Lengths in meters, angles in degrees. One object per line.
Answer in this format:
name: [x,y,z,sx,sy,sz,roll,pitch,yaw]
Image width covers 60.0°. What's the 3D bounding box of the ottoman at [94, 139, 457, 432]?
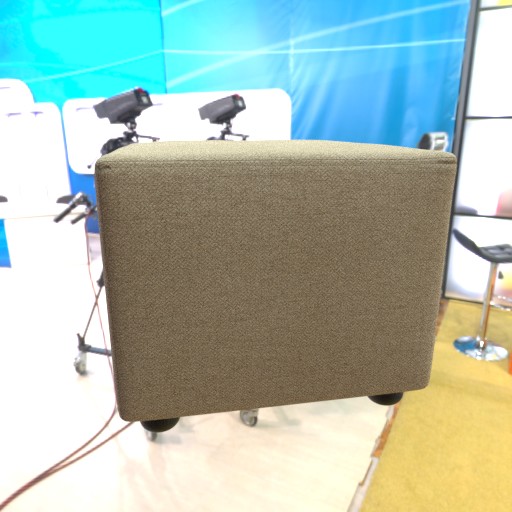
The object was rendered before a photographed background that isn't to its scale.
ottoman: [0.000,0.000,0.862,0.508,0.432,0.508,-3,16,-10]
